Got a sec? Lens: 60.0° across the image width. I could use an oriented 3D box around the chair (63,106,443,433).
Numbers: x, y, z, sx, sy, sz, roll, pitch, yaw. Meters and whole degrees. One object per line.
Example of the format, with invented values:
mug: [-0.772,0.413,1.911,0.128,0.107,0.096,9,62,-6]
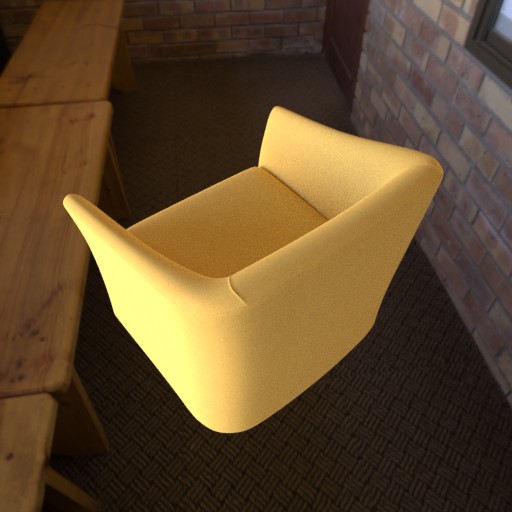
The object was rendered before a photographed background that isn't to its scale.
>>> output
chair: [0.000,0.000,1.330,0.790,0.720,0.700,-31,54,-26]
